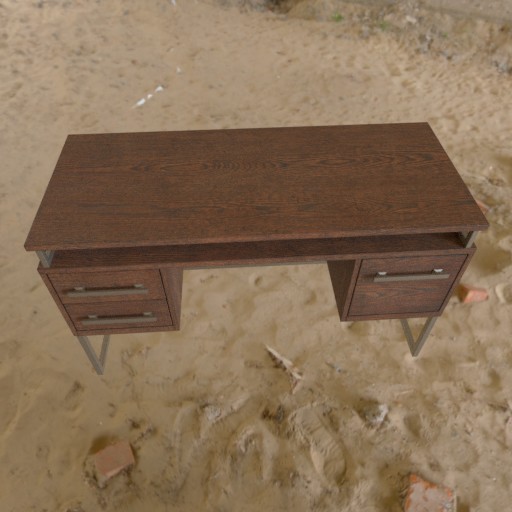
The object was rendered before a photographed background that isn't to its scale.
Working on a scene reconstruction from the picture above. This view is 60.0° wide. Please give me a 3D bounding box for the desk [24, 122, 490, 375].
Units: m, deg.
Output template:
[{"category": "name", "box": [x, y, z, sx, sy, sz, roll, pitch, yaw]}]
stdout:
[{"category": "desk", "box": [0.000, 0.000, 1.791, 1.384, 0.792, 0.610, -3, 48, -2]}]
